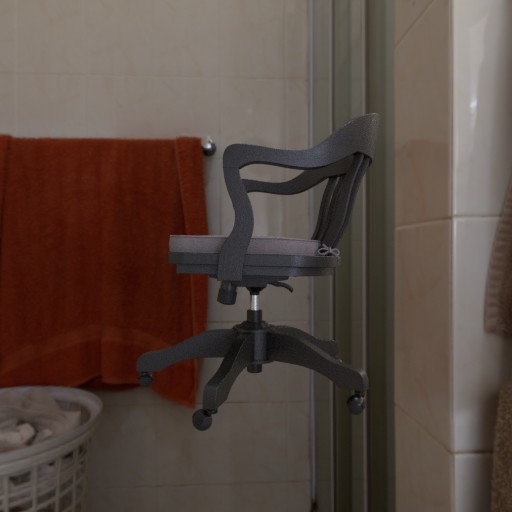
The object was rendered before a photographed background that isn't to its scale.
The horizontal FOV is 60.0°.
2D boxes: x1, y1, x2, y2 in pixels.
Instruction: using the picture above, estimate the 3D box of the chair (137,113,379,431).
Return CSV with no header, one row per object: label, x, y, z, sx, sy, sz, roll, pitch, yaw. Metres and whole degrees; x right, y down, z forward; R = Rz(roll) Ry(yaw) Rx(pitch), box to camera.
chair,0.000,0.000,1.466,0.788,0.878,0.750,0,1,-1
